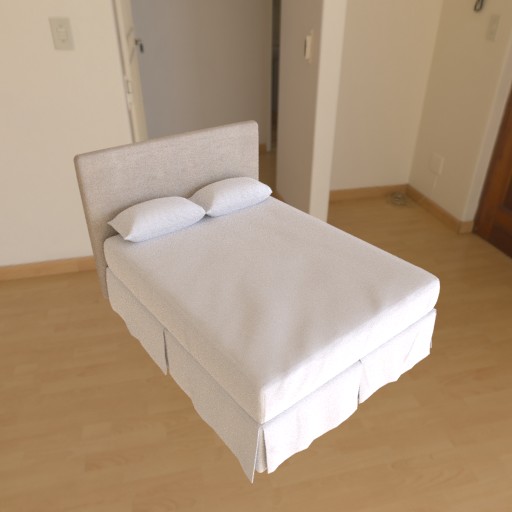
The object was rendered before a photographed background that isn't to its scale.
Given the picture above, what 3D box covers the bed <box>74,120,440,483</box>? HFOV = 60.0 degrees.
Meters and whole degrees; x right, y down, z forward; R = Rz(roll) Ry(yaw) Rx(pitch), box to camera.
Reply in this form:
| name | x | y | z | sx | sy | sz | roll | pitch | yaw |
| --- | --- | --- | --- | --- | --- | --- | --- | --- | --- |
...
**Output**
| name | x | y | z | sx | sy | sz | roll | pitch | yaw |
| --- | --- | --- | --- | --- | --- | --- | --- | --- | --- |
| bed | 0.000 | 0.000 | 3.230 | 1.713 | 1.330 | 2.162 | -22 | 37 | -32 |
